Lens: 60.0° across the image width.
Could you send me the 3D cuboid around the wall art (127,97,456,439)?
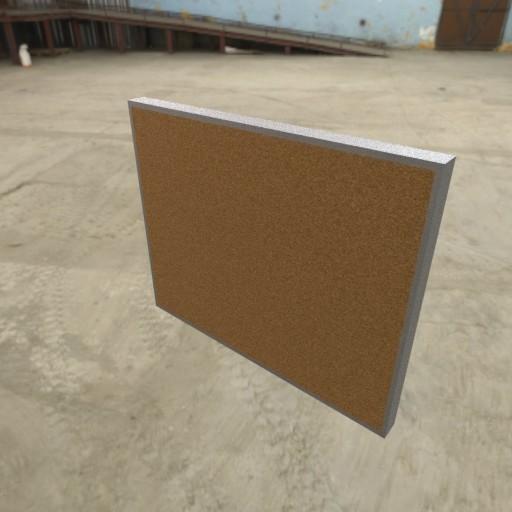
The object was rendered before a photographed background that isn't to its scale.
[{"bbox_3d":[0.000,0.000,0.756,0.557,0.450,0.037,22,37,33],"label":"wall art"}]
